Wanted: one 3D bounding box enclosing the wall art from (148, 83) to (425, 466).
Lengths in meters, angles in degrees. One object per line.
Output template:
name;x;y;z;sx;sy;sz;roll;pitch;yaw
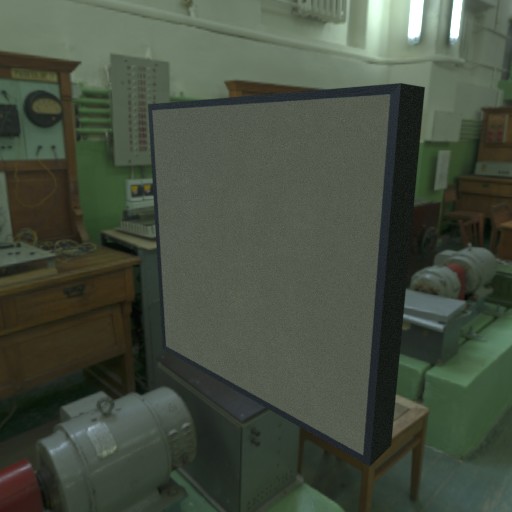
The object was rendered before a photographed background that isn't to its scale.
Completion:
wall art;0.000;0.000;0.445;0.302;0.300;0.036;14;21;42
